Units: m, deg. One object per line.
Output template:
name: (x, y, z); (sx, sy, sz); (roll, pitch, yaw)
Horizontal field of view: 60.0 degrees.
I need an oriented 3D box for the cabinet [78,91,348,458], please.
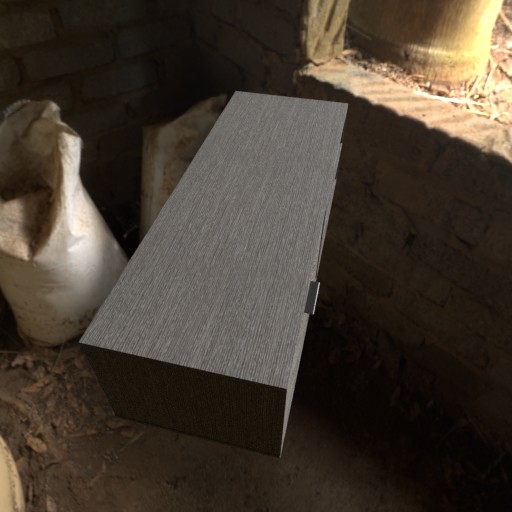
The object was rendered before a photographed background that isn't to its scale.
cabinet: (0.000, 0.000, 1.608); (0.500, 0.599, 1.300); (10, 46, 10)
